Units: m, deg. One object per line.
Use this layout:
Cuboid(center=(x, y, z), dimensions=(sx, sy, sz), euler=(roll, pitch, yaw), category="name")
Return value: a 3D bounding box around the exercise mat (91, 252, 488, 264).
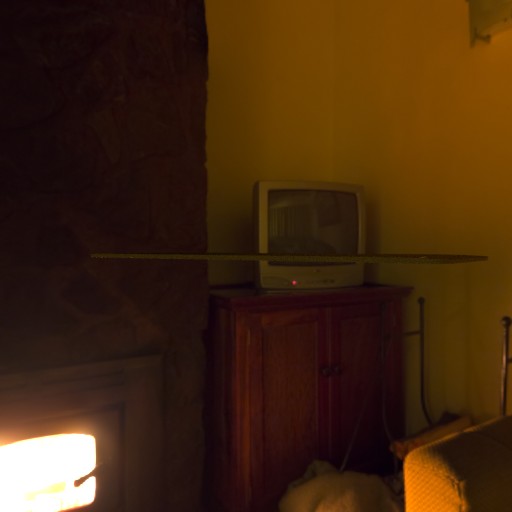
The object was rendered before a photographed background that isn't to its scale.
Cuboid(center=(0.000, 0.000, 2.077), dimensions=(1.869, 0.021, 0.616), euler=(1, 1, 38), category="exercise mat")
